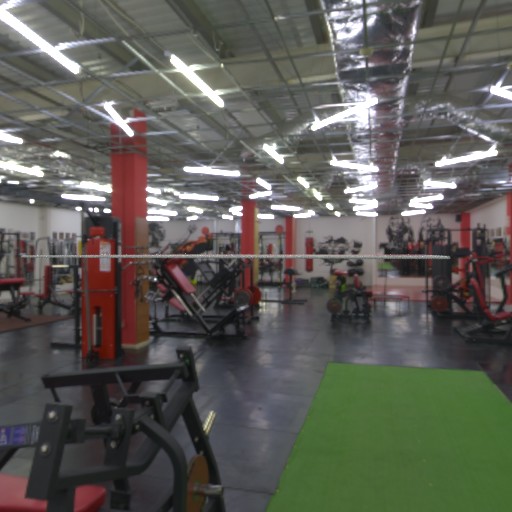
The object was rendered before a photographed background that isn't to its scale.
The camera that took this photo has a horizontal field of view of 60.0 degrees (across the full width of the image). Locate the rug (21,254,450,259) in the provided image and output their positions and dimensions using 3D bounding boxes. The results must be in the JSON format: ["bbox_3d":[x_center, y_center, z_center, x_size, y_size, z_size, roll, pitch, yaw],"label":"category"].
[{"bbox_3d":[0.000,0.000,4.183,3.123,0.017,2.447,0,0,18],"label":"rug"}]
